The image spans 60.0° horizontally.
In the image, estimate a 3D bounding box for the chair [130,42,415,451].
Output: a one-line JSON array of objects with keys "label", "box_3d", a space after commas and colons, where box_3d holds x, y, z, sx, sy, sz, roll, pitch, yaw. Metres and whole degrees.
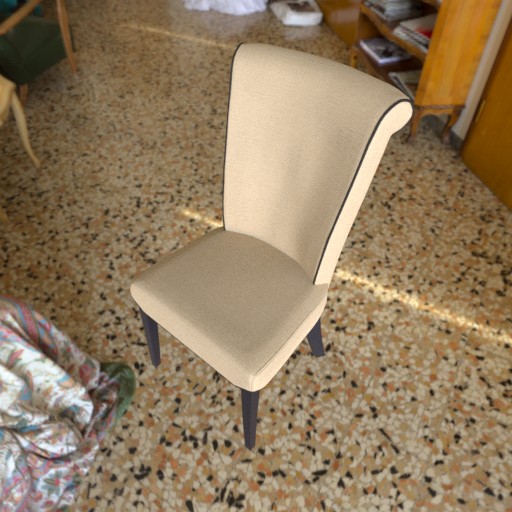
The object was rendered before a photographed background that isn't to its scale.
[{"label": "chair", "box_3d": [0.000, 0.000, 1.336, 0.522, 0.997, 0.623, 32, 54, 27]}]
